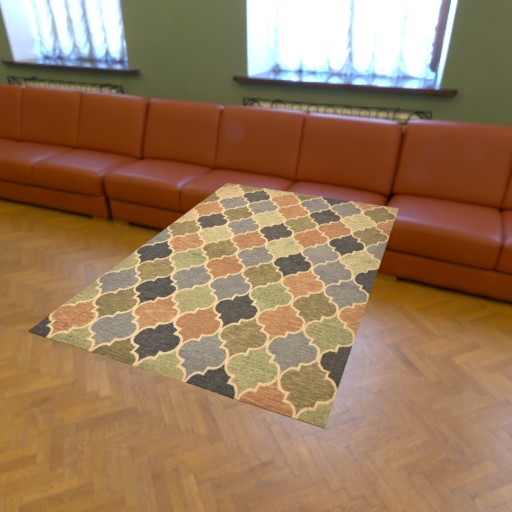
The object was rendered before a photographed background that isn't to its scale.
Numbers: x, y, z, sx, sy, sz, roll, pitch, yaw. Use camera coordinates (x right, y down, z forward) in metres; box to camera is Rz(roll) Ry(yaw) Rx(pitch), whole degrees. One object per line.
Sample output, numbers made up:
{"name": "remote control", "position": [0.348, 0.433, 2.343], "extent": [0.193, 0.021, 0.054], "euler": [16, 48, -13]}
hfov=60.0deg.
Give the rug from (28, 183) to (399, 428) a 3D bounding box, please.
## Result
{"name": "rug", "position": [0.000, 0.000, 2.305], "extent": [1.216, 0.006, 1.828], "euler": [12, 32, 19]}
